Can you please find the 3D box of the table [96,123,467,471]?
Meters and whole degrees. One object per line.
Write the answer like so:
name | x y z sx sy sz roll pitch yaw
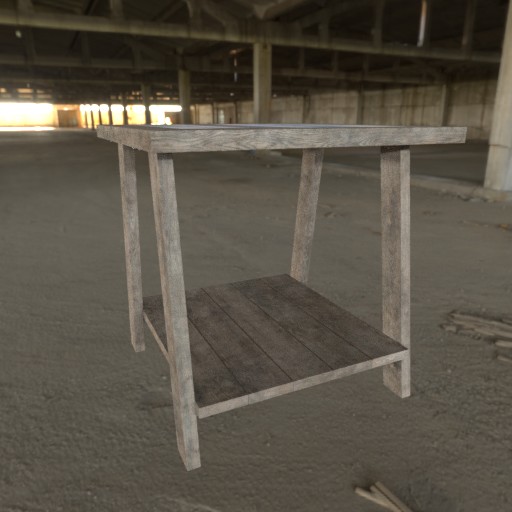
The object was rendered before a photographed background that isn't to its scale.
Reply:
table | 0.000 0.000 1.080 0.610 0.610 0.610 -8 19 -24
